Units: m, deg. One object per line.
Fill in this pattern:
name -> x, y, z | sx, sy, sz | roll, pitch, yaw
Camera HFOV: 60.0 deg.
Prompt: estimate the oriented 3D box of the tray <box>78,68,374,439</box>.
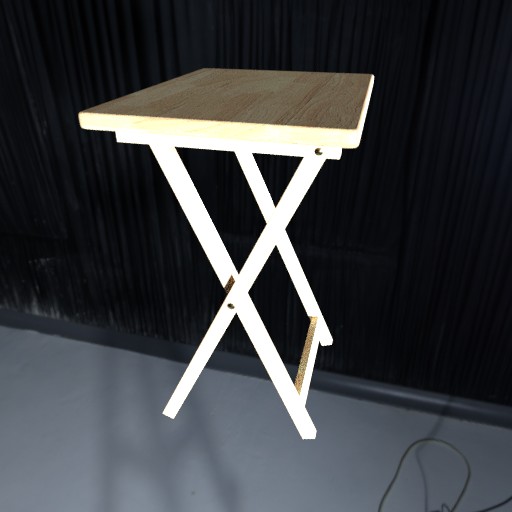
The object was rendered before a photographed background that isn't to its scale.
tray -> 0.000, 0.000, 0.926 | 0.381, 0.660, 0.483 | 8, 31, 13
